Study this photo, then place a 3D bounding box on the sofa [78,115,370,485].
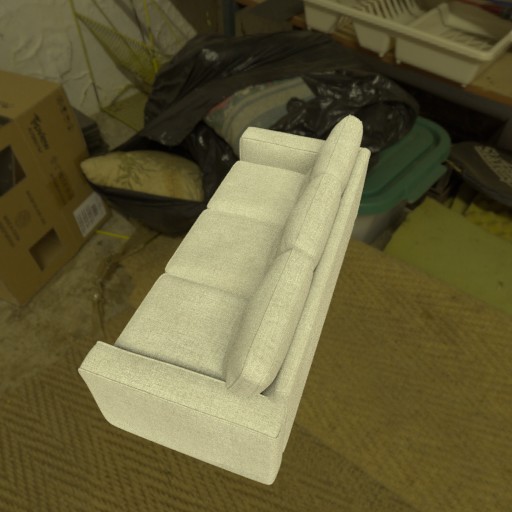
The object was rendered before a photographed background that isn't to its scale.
[{"bbox_3d":[0.000,0.000,2.613,0.939,0.965,2.133,15,48,13],"label":"sofa"}]
